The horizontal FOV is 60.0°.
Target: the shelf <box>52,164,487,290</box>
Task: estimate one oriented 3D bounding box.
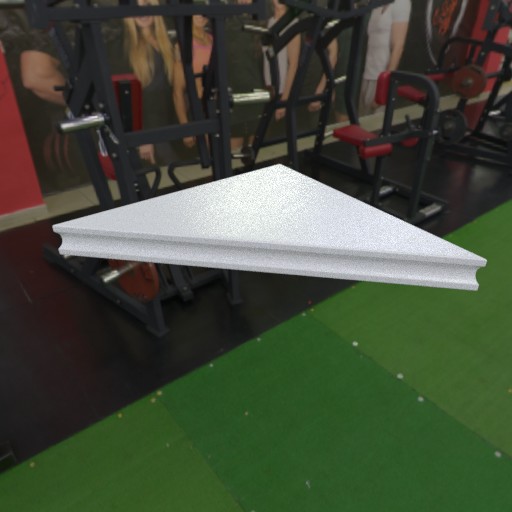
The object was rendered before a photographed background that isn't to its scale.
[{"bbox_3d":[0.000,0.000,0.430,0.296,0.035,0.296,-21,38,-30],"label":"shelf"}]
